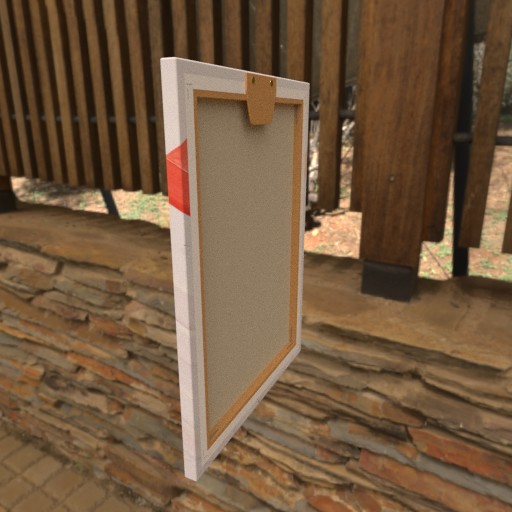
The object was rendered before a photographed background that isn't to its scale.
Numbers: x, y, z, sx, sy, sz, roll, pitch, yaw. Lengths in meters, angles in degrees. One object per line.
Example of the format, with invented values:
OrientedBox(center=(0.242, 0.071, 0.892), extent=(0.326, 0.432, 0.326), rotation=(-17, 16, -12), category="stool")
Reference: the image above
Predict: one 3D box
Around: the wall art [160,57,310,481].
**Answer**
OrientedBox(center=(0.000, 0.000, 1.330), extent=(0.045, 1.014, 0.759), rotation=(8, 19, 25), category="wall art")
